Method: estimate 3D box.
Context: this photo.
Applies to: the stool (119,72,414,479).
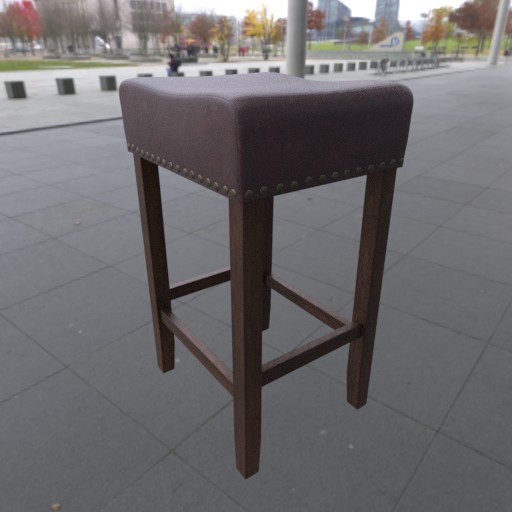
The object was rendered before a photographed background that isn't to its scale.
[{"bbox_3d":[0.000,0.000,1.034,0.401,0.769,0.465,-17,30,-32],"label":"stool"}]
